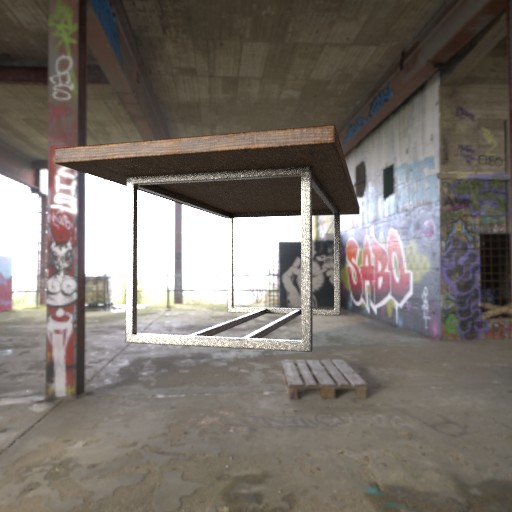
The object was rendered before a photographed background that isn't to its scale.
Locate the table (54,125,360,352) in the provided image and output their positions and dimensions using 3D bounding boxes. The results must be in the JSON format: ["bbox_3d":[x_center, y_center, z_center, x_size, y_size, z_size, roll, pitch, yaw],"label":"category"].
[{"bbox_3d":[0.000,0.000,2.524,1.078,0.795,1.989,0,-2,15],"label":"table"}]
